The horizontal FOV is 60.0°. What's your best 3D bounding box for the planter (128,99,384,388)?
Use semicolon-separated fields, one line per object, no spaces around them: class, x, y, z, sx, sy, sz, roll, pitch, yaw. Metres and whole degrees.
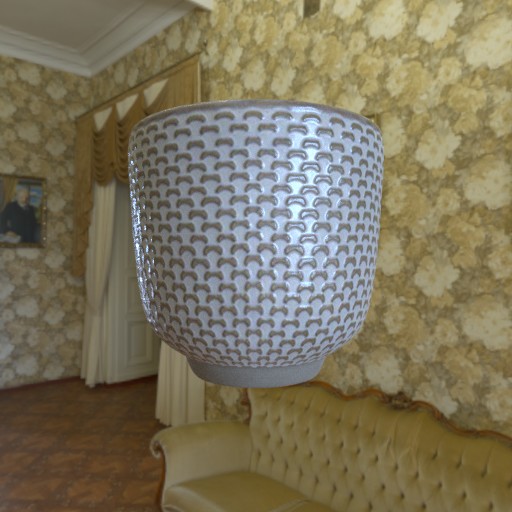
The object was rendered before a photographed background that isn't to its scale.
planter;0.000;0.000;0.250;0.139;0.130;0.139;0;0;0
